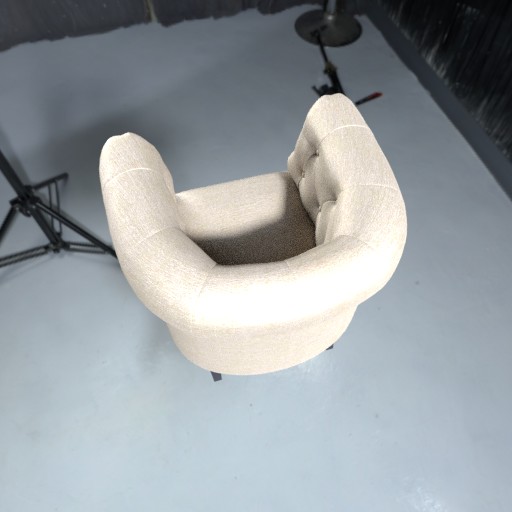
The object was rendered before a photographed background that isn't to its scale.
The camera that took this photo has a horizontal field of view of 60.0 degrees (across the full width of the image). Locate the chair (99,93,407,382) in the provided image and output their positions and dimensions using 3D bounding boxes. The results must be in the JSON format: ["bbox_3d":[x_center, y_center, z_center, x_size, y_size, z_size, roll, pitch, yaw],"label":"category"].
[{"bbox_3d":[0.000,0.000,1.632,0.905,0.827,0.852,-14,58,-9],"label":"chair"}]
